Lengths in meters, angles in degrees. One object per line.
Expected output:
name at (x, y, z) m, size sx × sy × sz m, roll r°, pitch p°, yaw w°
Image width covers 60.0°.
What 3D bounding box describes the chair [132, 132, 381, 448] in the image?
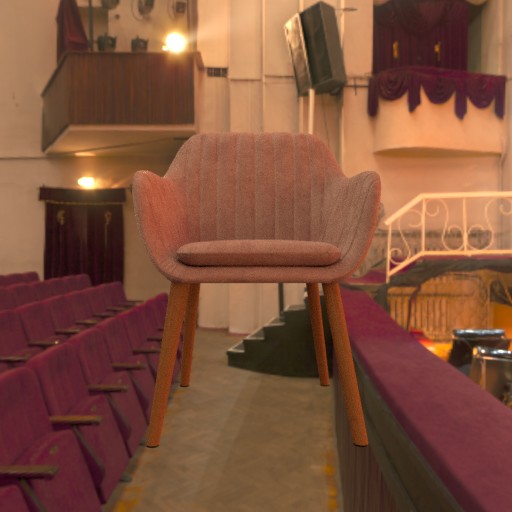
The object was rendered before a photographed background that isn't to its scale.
chair at (0.000, 0.000, 1.247) m, size 0.610 × 0.832 × 0.570 m, roll 0°, pitch 1°, yaw -1°
